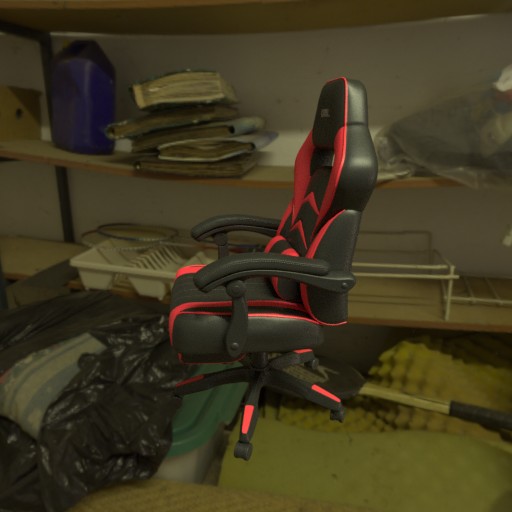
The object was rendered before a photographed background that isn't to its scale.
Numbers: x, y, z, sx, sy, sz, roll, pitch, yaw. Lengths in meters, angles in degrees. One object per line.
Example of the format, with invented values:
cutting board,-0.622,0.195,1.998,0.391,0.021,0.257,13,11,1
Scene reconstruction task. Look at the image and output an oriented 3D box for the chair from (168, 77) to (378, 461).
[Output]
chair,0.000,0.000,1.629,0.700,1.220,0.700,-3,17,-8
